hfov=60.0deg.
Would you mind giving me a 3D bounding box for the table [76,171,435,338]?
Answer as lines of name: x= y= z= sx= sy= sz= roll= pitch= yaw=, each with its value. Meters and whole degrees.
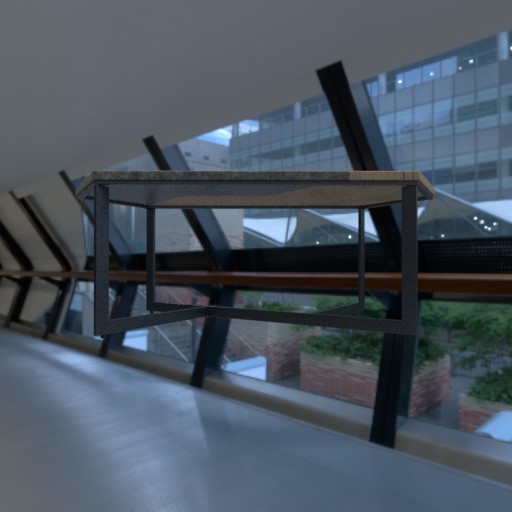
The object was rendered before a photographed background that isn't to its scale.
table: x=0.000 y=0.000 z=1.502 sx=1.219 sy=0.457 sz=0.609 roll=0 pitch=0 yaw=0
